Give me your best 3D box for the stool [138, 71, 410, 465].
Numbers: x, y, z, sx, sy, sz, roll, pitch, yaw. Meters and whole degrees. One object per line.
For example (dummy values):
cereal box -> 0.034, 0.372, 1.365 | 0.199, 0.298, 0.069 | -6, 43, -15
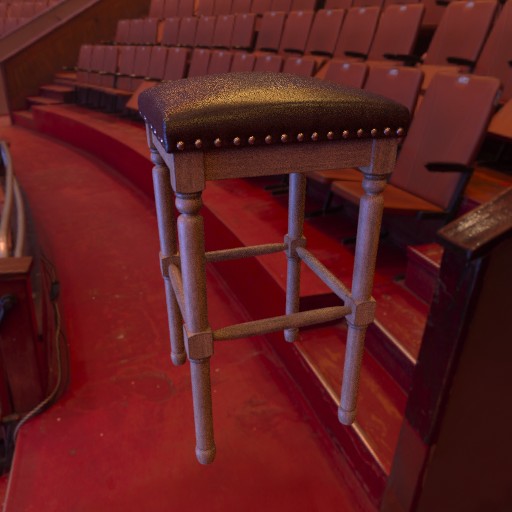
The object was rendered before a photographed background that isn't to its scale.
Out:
stool -> 0.000, 0.000, 0.914 | 0.383, 0.702, 0.382 | -8, 27, -17
